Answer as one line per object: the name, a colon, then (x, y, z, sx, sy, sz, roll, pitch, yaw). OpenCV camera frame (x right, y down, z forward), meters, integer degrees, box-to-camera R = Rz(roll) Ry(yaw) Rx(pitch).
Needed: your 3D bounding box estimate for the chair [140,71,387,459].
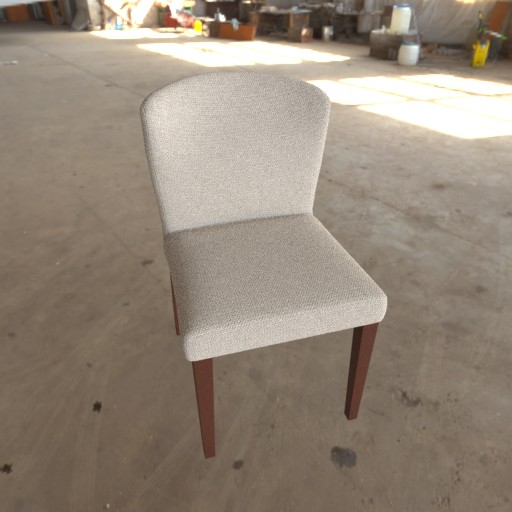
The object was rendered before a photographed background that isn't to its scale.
chair: (0.000, 0.000, 1.189, 0.491, 0.839, 0.589, -9, 33, -14)
